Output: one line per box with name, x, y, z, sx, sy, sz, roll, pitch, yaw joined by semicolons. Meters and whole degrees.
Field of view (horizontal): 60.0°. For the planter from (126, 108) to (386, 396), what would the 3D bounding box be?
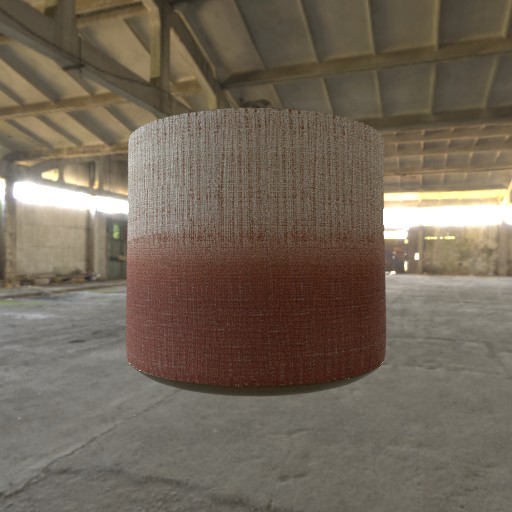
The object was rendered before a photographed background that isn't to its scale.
planter;0.000;0.000;0.450;0.254;0.221;0.254;0;0;0
